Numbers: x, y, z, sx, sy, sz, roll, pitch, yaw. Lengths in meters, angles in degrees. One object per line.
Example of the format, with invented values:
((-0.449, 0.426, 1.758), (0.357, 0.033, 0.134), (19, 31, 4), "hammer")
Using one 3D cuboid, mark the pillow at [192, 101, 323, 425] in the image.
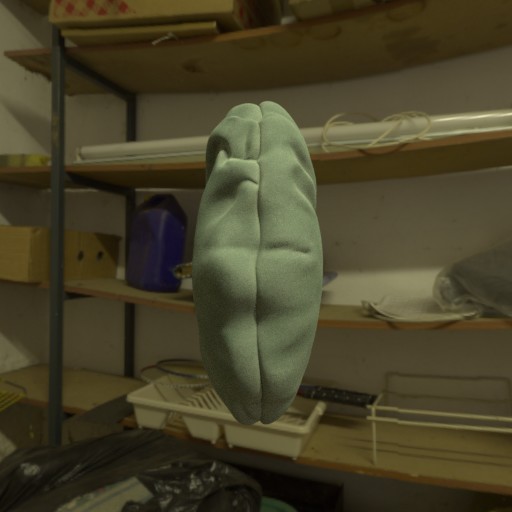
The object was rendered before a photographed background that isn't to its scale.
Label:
((0.000, 0.000, 0.624), (0.148, 0.407, 0.428), (0, -1, -1), "pillow")
